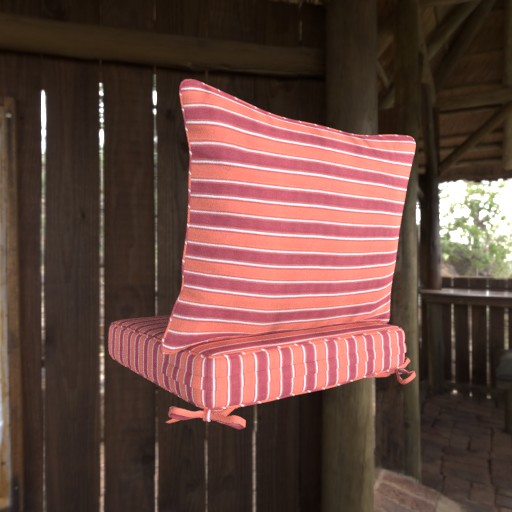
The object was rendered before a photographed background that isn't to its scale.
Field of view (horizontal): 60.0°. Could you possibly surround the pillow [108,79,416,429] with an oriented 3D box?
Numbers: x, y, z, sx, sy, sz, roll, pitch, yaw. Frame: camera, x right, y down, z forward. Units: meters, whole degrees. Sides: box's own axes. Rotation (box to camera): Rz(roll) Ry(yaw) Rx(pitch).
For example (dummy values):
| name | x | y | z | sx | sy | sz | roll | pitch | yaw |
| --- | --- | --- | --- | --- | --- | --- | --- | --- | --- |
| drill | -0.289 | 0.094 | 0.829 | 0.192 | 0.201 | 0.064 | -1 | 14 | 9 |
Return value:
| name | x | y | z | sx | sy | sz | roll | pitch | yaw |
| --- | --- | --- | --- | --- | --- | --- | --- | --- | --- |
| pillow | 0.000 | 0.000 | 1.348 | 0.799 | 0.723 | 0.733 | 0 | 0 | -36 |
